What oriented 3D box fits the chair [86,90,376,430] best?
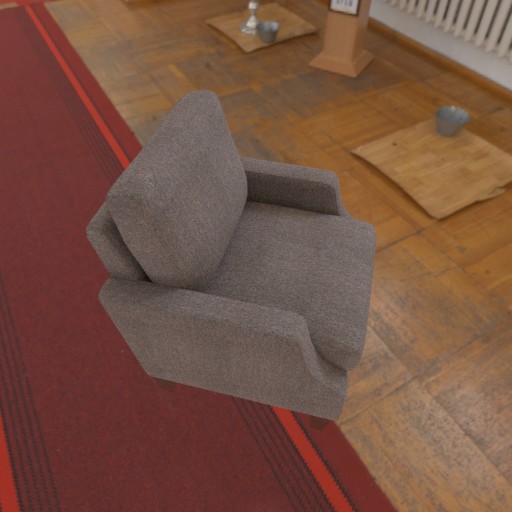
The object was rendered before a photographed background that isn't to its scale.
[{"bbox_3d":[0.000,0.000,1.697,0.897,0.993,0.855,11,48,10],"label":"chair"}]
